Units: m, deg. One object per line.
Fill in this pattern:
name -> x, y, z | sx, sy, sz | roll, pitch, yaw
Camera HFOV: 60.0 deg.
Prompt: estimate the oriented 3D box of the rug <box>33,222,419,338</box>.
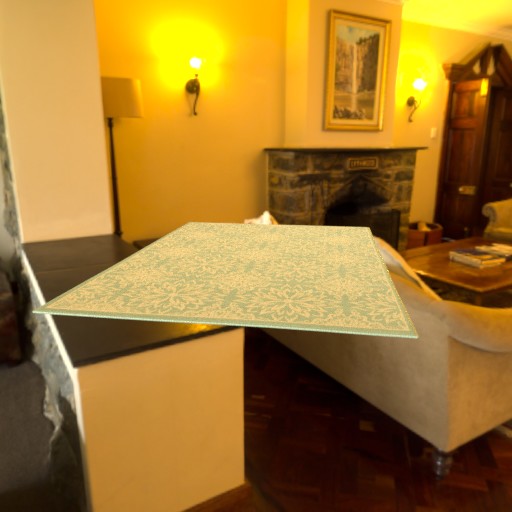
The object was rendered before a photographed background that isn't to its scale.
rug -> 0.000, 0.000, 2.828 | 1.589, 0.014, 2.205 | 2, 15, 9
